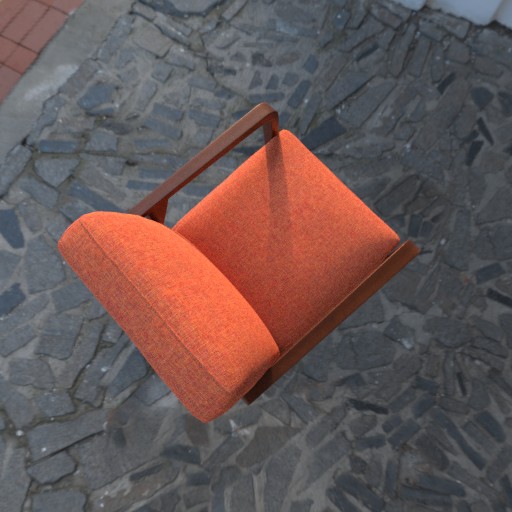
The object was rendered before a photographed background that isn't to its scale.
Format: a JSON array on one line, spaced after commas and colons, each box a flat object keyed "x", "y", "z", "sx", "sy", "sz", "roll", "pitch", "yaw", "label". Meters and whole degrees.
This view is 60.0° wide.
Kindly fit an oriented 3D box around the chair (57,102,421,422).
[{"x": 0.000, "y": 0.000, "z": 1.506, "sx": 0.860, "sy": 0.890, "sz": 0.719, "roll": -42, "pitch": 79, "yaw": -10, "label": "chair"}]
